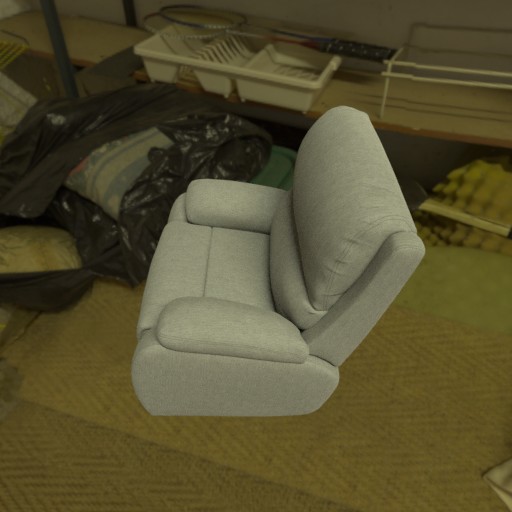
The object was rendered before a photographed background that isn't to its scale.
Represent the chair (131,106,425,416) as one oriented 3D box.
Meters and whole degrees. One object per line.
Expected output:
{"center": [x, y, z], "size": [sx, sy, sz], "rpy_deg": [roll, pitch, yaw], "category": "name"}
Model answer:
{"center": [0.000, 0.000, 1.738], "size": [0.899, 1.011, 0.930], "rpy_deg": [0, 41, 0], "category": "chair"}
